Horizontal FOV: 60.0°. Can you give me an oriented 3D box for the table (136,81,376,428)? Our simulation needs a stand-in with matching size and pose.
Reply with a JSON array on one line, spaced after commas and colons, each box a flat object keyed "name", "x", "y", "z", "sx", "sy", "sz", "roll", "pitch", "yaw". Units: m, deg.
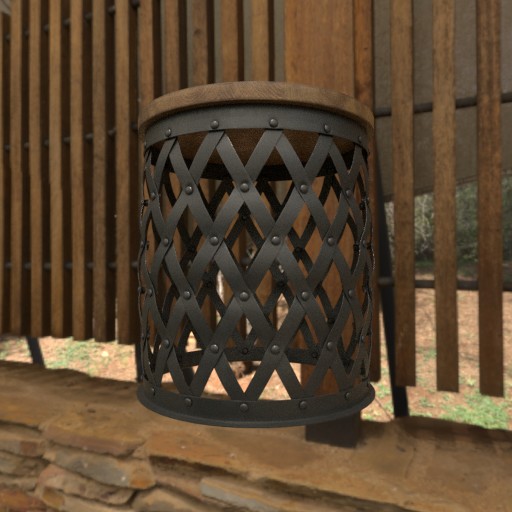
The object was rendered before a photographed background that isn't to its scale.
[{"name": "table", "x": 0.000, "y": 0.000, "z": 0.781, "sx": 0.405, "sy": 0.454, "sz": 0.405, "roll": 0, "pitch": -1, "yaw": 0}]
